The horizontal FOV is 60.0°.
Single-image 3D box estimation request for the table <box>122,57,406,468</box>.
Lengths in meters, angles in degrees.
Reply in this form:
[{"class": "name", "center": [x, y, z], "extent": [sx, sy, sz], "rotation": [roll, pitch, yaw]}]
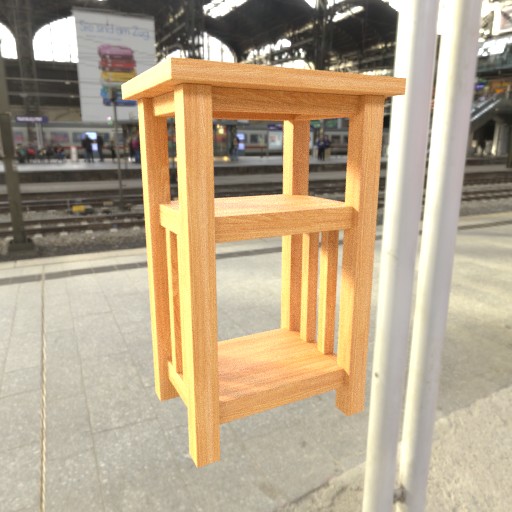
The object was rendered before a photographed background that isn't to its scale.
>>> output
[{"class": "table", "center": [0.000, 0.000, 0.745], "extent": [0.350, 0.550, 0.270], "rotation": [-7, 16, -27]}]
